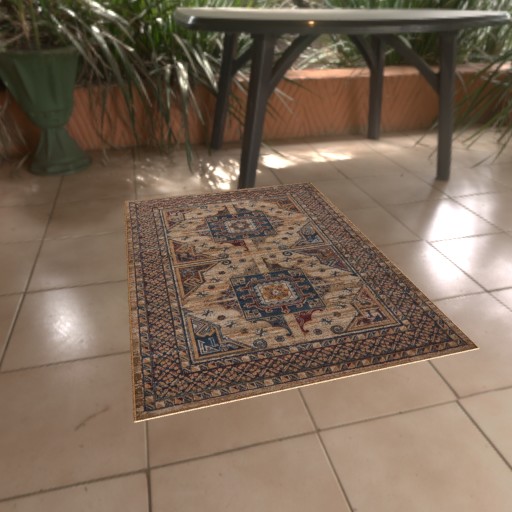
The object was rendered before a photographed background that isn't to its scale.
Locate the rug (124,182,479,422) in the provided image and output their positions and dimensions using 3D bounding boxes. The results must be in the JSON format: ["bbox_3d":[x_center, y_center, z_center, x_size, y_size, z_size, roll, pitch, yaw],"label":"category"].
[{"bbox_3d":[0.000,0.000,2.860,1.611,0.008,2.227,-8,32,-13],"label":"rug"}]
